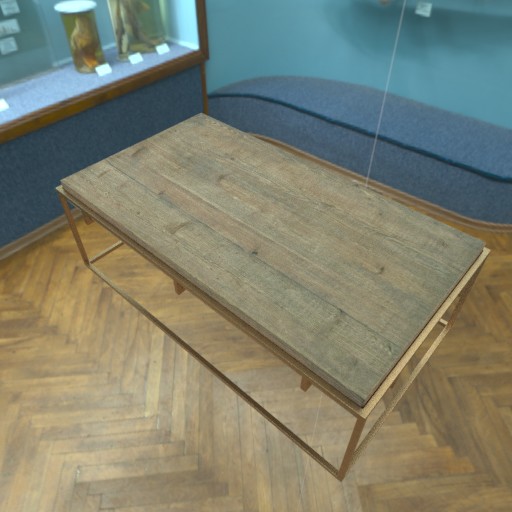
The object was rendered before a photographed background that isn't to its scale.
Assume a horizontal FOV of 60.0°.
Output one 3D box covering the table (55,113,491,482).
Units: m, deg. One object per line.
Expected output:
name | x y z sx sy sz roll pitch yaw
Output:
table | 0.000 0.000 1.723 1.387 0.468 0.775 32 53 28
